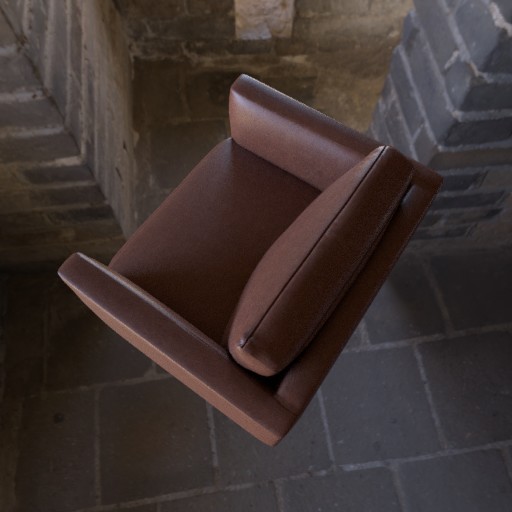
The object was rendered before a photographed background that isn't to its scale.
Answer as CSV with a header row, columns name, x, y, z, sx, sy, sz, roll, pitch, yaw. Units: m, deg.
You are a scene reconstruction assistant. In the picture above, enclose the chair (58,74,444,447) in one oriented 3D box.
name,x,y,z,sx,sy,sz,roll,pitch,yaw
chair,0.000,0.000,1.800,0.959,0.917,1.107,32,69,14
